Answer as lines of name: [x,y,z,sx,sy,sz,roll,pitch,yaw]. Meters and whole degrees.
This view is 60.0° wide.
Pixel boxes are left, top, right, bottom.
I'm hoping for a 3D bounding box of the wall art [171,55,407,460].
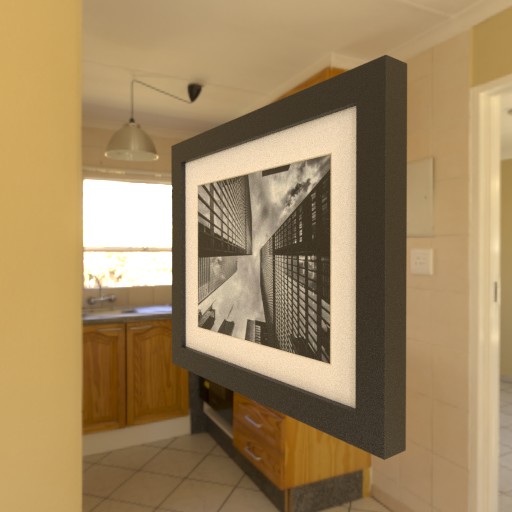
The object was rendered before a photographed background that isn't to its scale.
wall art: [0.000,0.000,0.512,0.028,0.321,0.381,0,1,-37]
